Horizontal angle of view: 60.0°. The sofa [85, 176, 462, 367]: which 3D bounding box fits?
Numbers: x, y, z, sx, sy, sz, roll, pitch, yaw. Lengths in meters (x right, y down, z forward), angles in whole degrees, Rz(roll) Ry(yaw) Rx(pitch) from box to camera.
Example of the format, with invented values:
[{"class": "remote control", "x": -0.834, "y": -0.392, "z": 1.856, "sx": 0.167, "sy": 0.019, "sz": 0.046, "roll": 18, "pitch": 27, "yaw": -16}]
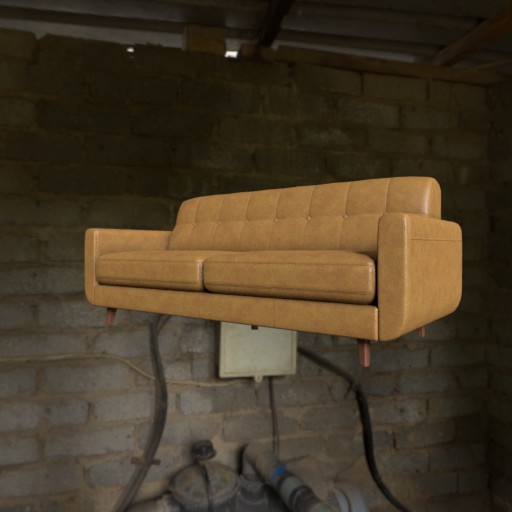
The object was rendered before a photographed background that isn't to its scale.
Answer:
[{"class": "sofa", "x": 0.000, "y": 0.000, "z": 2.682, "sx": 2.137, "sy": 0.892, "sz": 0.980, "roll": 0, "pitch": 1, "yaw": 37}]
